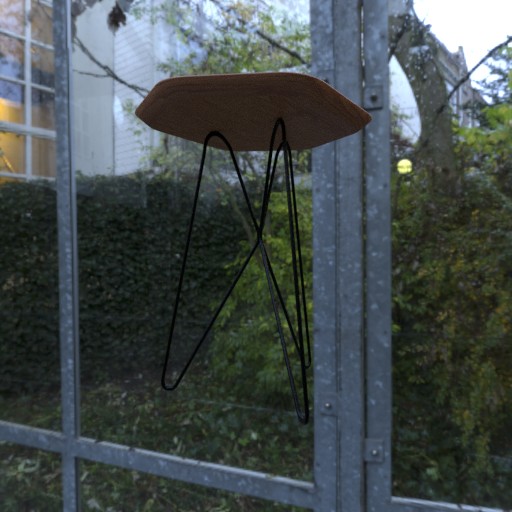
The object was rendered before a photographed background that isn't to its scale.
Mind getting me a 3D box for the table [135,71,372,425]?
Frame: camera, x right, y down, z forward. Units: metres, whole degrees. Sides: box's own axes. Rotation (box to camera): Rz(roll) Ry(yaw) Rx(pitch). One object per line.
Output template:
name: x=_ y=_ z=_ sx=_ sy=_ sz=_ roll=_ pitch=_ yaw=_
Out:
table: x=0.000 y=0.000 z=0.903 sx=0.400 sy=0.562 sz=0.500 roll=1 pitch=1 yaw=34
